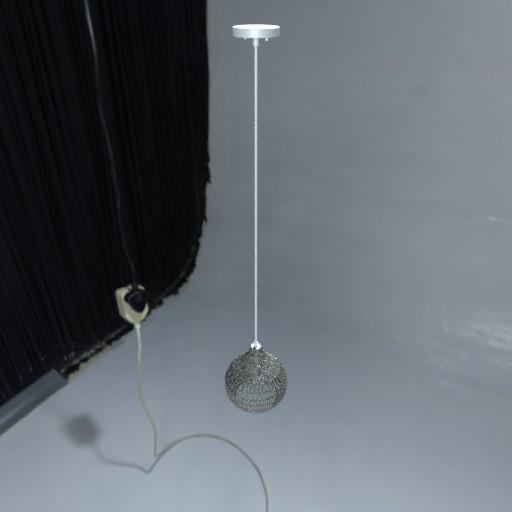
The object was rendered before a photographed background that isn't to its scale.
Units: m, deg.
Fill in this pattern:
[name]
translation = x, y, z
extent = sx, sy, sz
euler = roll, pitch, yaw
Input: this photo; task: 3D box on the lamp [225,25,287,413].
[lamp]
translation = 0.000, 0.000, 2.082
extent = 0.355, 1.919, 0.355
euler = 19, 36, 28
